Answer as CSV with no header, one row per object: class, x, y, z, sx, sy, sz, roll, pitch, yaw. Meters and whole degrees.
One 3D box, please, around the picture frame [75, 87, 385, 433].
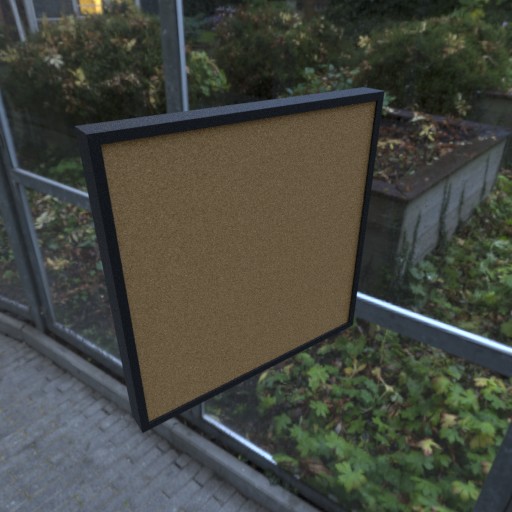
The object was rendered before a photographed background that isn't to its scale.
picture frame,0.000,0.000,0.485,0.317,0.317,0.030,-19,35,-30
